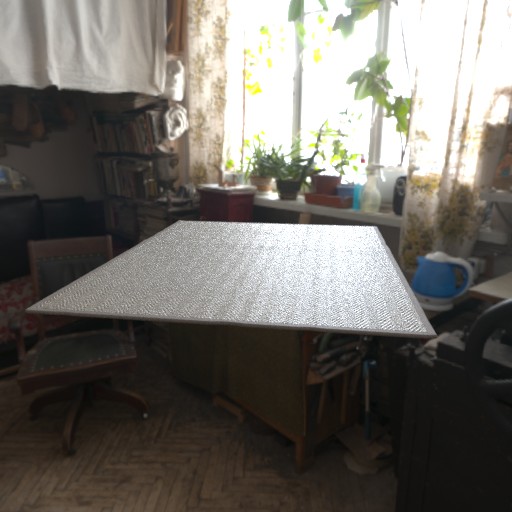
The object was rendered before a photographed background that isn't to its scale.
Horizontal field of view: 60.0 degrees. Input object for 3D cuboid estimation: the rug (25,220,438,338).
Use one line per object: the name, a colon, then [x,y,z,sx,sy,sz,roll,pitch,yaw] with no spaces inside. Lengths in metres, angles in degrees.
rug: [0.000,0.000,3.979,2.434,0.032,3.007,2,15,8]
